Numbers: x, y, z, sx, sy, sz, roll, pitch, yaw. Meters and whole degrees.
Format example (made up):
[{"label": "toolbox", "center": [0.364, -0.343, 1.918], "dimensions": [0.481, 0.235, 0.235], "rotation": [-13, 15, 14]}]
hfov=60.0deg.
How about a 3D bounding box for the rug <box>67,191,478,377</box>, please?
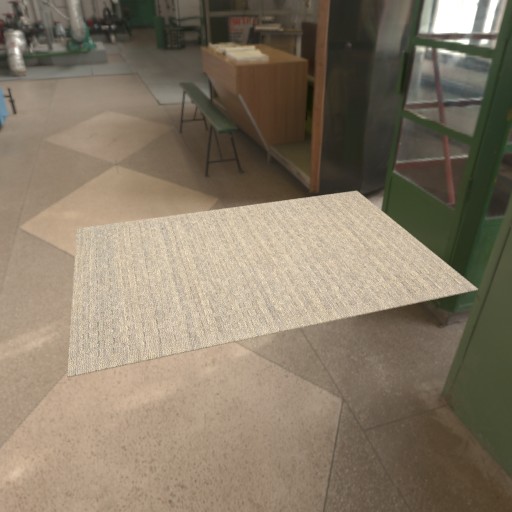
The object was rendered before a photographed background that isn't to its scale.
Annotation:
[{"label": "rug", "center": [0.000, 0.000, 2.249], "dimensions": [1.752, 0.006, 1.142], "rotation": [-9, 33, -15]}]
